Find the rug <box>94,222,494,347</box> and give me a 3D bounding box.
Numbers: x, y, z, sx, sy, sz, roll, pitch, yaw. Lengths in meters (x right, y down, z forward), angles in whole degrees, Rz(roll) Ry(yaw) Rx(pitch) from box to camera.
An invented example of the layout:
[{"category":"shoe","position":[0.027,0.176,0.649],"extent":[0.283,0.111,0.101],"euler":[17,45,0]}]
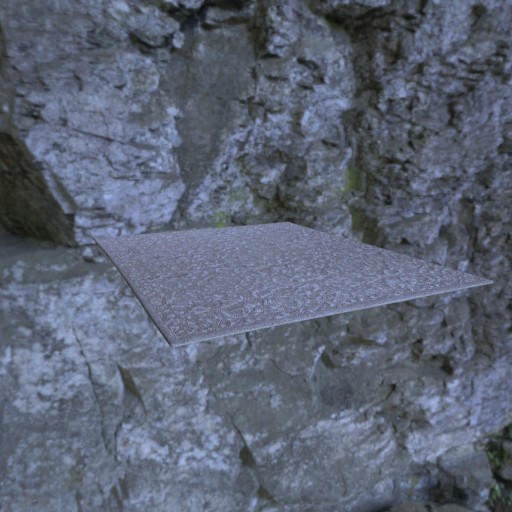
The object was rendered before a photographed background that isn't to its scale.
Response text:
[{"category":"rug","position":[0.000,0.000,4.074],"extent":[2.472,0.035,3.017],"euler":[-7,15,-26]}]
